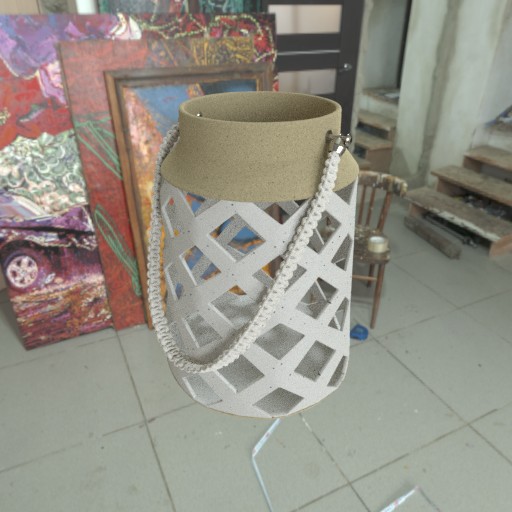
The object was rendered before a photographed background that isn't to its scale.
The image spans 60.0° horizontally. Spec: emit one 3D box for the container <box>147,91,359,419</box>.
[{"bbox_3d":[0.000,0.000,0.350,0.163,0.229,0.172,19,35,30],"label":"container"}]
